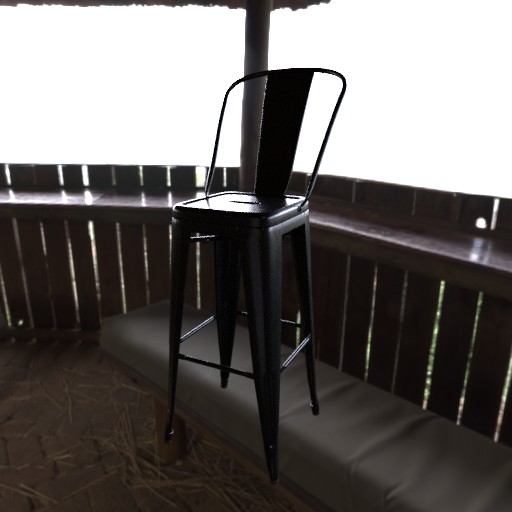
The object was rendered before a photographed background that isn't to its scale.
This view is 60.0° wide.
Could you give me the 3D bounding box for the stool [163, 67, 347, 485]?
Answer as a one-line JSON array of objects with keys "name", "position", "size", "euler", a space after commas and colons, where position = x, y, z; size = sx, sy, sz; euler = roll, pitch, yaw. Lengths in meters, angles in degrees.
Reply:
[{"name": "stool", "position": [0.000, 0.000, 1.323], "size": [0.399, 1.096, 0.513], "euler": [8, 18, 26]}]
